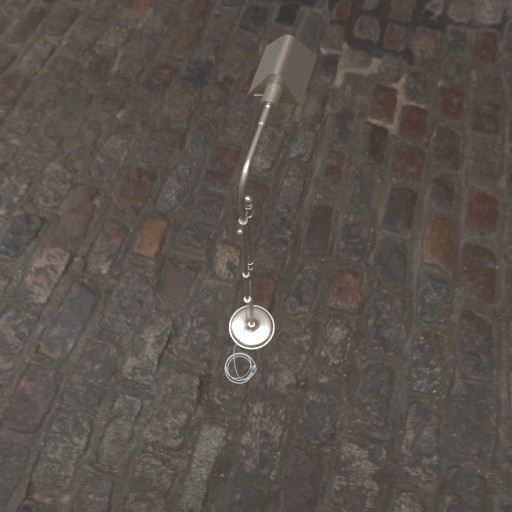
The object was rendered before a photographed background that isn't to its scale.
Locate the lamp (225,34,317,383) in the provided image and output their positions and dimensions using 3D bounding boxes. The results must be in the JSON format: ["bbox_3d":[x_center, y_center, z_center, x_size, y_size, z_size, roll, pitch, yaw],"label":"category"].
[{"bbox_3d":[0.000,0.000,1.845,0.256,1.571,0.813,15,66,7],"label":"lamp"}]
